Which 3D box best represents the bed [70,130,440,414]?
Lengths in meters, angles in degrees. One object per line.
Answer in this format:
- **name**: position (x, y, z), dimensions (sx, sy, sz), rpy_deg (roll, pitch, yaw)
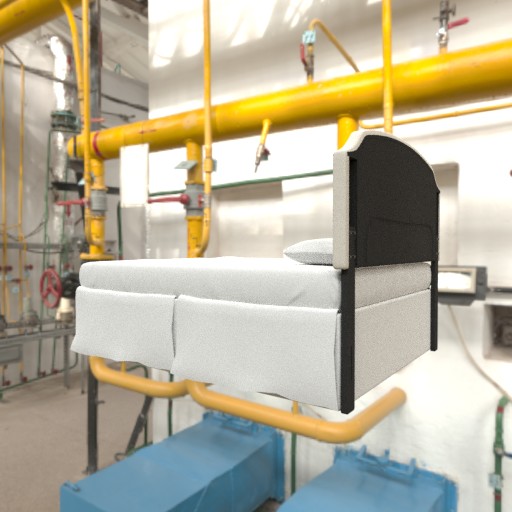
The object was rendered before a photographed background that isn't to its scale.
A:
- **bed**: position (0.000, 0.000, 2.984), dimensions (1.999, 1.270, 1.558), rpy_deg (1, 1, 36)
